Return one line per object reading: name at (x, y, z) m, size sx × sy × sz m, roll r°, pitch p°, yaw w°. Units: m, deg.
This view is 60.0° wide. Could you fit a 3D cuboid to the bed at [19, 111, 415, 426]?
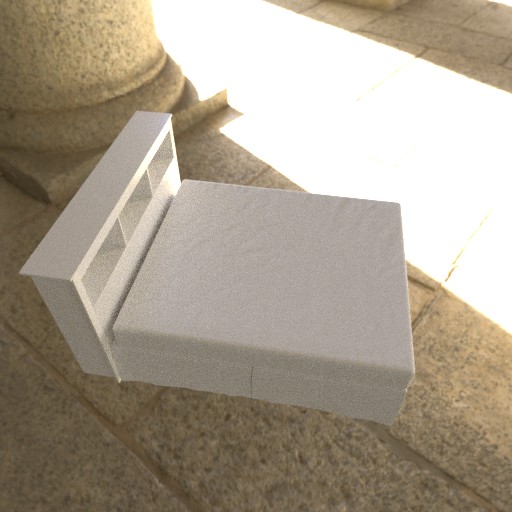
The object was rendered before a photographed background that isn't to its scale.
bed at (0.000, 0.000, 3.063) m, size 2.133 × 1.092 × 1.671 m, roll 7°, pitch 47°, yaw 7°
